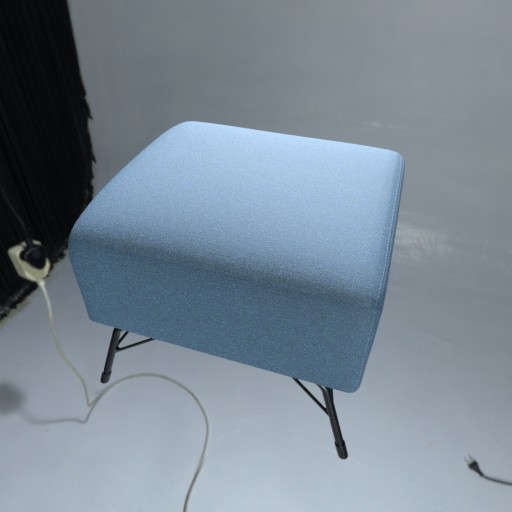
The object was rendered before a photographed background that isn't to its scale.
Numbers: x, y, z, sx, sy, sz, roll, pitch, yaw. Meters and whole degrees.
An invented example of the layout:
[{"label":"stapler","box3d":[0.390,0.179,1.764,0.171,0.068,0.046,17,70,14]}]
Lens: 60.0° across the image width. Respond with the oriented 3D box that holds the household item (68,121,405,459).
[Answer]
[{"label":"household item","box3d":[0.000,0.000,0.933,0.530,0.420,0.530,12,42,14]}]
